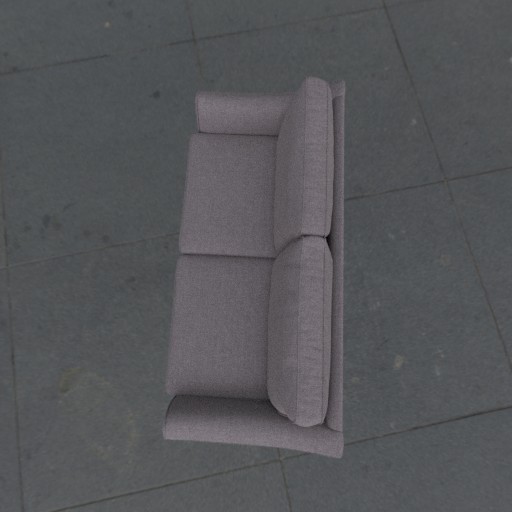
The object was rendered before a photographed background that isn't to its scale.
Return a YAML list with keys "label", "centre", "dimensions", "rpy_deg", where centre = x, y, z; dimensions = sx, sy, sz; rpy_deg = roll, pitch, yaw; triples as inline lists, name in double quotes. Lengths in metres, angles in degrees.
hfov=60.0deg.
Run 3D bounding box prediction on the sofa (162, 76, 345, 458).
- label: "sofa"
  centre: [0.000, 0.000, 2.786]
  dimensions: [1.013, 0.976, 2.203]
  rpy_deg: [3, 76, 1]
